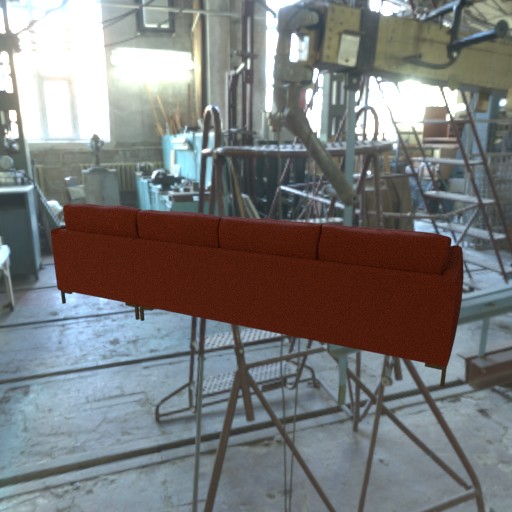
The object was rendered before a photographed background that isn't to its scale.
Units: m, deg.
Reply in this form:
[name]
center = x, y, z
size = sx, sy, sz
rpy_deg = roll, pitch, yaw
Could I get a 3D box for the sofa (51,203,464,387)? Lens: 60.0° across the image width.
[sofa]
center = 0.000, 0.000, 3.433
size = 2.932, 0.810, 1.350
rpy_deg = 7, 16, 25
